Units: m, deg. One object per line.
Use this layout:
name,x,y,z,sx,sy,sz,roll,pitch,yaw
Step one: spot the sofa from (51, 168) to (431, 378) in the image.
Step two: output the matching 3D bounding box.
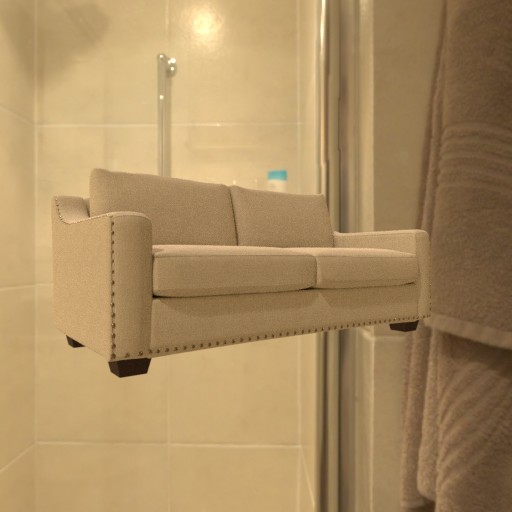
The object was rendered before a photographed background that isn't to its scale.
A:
sofa,0.000,0.000,2.709,2.107,0.983,1.104,0,0,-36
